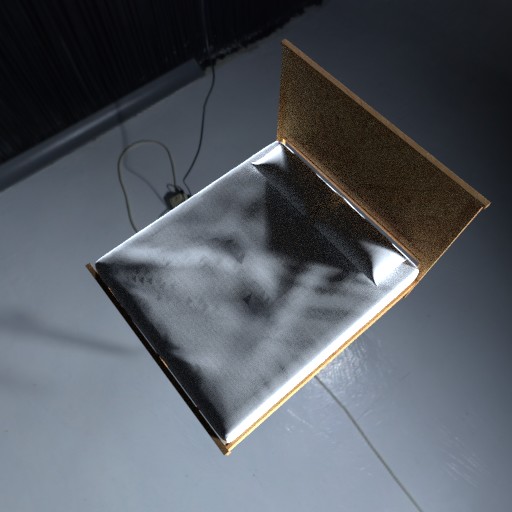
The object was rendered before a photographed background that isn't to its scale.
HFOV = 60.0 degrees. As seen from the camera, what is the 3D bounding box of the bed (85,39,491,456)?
[{"bbox_3d":[0.000,0.000,3.541,2.201,1.686,1.936,-37,70,-16],"label":"bed"}]
